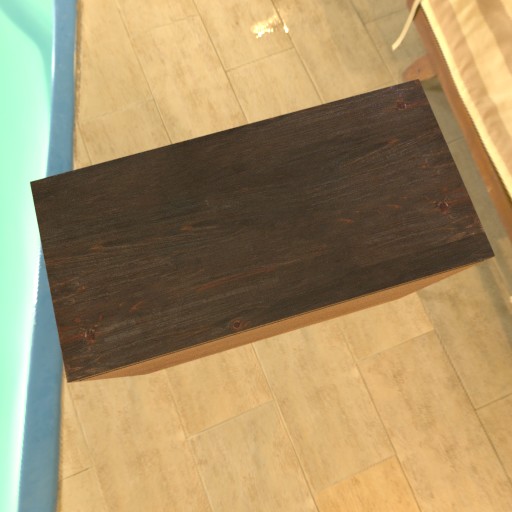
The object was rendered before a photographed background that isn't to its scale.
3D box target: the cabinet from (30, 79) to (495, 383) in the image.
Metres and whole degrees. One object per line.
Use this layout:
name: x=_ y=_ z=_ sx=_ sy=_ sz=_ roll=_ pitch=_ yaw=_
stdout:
cabinet: x=0.000 y=0.000 z=1.505 sx=1.023 sy=0.897 sz=0.529 roll=-16 pitch=77 yaw=-4
